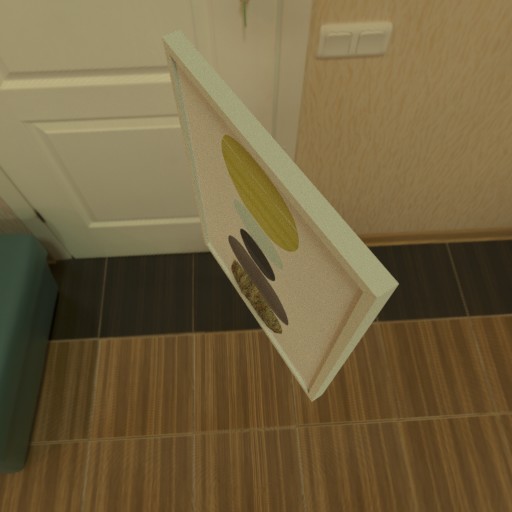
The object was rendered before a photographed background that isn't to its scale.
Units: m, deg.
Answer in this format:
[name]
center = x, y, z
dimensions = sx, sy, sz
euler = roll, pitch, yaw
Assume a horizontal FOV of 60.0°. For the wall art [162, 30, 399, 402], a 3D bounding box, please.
[wall art]
center = 0.000, 0.000, 1.032
dimensions = 0.055, 0.763, 0.611
euler = -29, 66, -15
